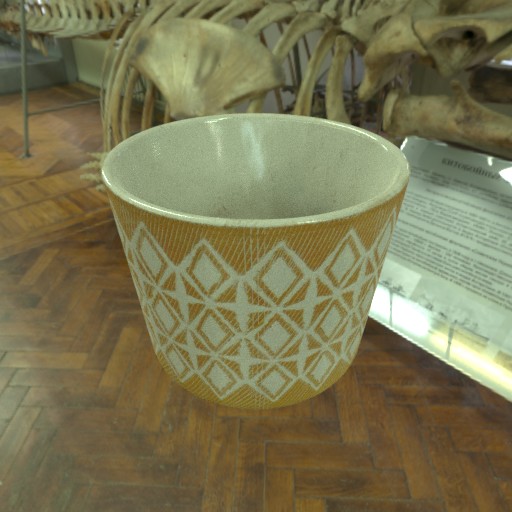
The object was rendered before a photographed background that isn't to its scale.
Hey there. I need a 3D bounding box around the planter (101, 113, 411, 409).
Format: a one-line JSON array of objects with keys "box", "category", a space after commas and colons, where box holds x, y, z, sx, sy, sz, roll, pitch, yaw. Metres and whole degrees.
[{"box": [0.000, 0.000, 0.216, 0.126, 0.104, 0.126, 0, 33, 0], "category": "planter"}]
